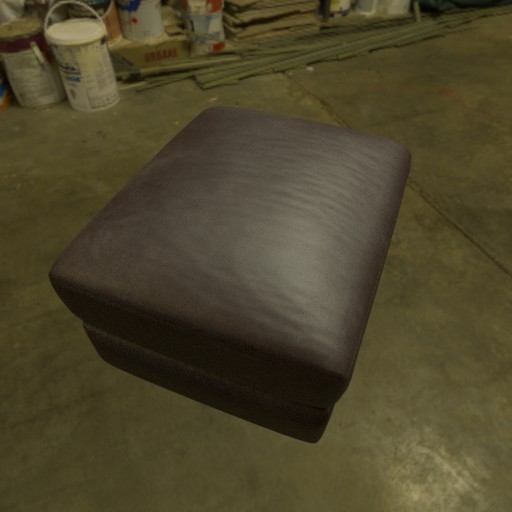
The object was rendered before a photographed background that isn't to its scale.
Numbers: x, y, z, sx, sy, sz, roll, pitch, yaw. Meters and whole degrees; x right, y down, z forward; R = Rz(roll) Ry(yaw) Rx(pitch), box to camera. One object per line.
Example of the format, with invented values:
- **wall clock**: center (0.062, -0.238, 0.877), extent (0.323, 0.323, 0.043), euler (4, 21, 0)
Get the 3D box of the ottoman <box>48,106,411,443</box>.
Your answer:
- **ottoman**: center (0.000, 0.000, 1.235), extent (0.670, 0.569, 0.806), euler (16, 48, 15)
